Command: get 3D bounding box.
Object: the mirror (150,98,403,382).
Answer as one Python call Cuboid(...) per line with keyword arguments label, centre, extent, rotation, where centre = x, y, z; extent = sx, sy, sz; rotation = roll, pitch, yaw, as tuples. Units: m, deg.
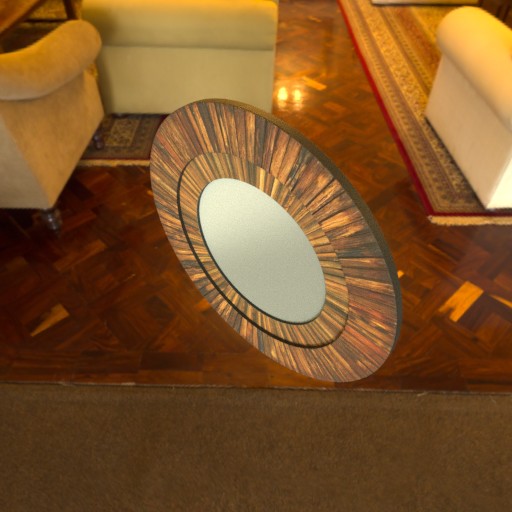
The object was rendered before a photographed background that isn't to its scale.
Cuboid(label="mirror", centre=(0.000, 0.000, 1.532), extent=(1.077, 1.077, 0.036), rotation=(33, 54, 28))
